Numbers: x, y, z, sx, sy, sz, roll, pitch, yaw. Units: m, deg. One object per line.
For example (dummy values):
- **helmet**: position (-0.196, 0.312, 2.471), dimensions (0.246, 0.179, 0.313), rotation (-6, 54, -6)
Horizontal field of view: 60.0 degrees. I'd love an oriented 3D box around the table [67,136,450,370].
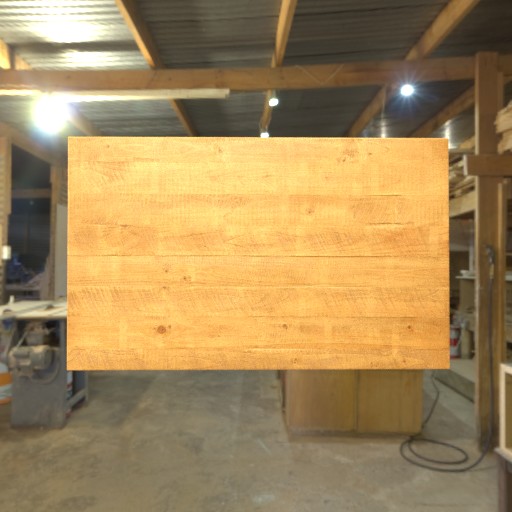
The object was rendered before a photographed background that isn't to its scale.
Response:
- **table**: position (0.000, 0.000, 3.053), dimensions (1.707, 1.041, 2.149), rotation (0, -1, -1)
